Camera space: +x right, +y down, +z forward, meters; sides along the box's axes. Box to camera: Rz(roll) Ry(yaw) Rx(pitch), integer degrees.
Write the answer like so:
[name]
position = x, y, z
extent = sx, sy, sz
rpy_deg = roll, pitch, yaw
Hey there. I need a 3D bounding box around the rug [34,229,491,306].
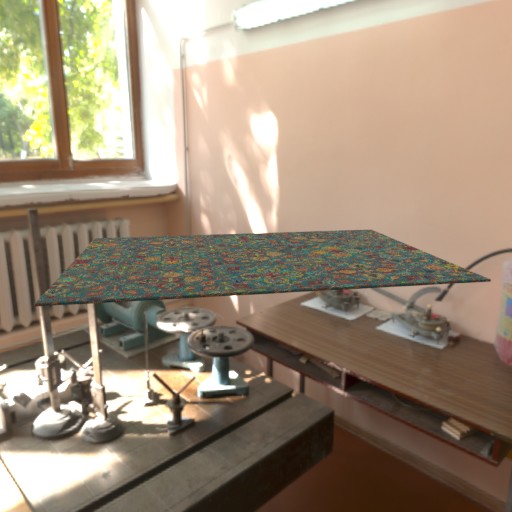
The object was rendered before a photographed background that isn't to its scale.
[rug]
position = 0.000, 0.000, 2.906
extent = 2.290, 0.016, 1.527
rpy_deg = -2, 14, -9
